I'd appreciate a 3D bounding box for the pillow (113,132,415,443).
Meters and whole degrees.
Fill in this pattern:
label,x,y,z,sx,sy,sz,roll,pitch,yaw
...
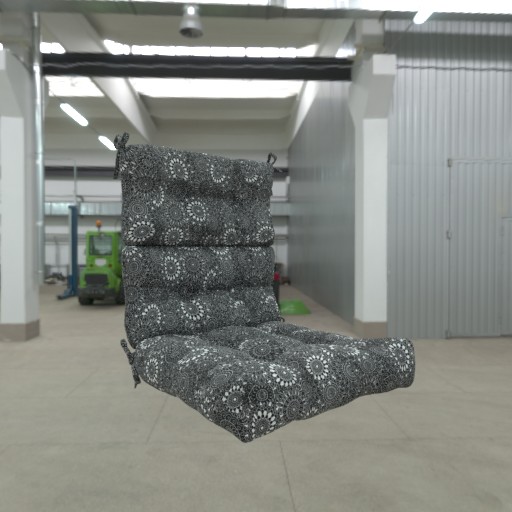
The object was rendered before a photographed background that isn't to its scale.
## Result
label,x,y,z,sx,sy,sz,roll,pitch,yaw
pillow,0.000,0.000,1.037,0.519,0.605,0.571,-1,1,-38
